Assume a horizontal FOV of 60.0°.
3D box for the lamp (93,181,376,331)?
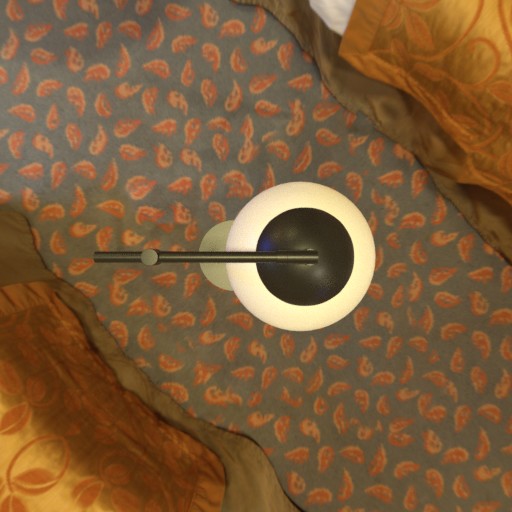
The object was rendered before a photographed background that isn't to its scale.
[{"bbox_3d":[0.000,0.000,0.713,0.316,0.559,0.197,0,90,1],"label":"lamp"}]
